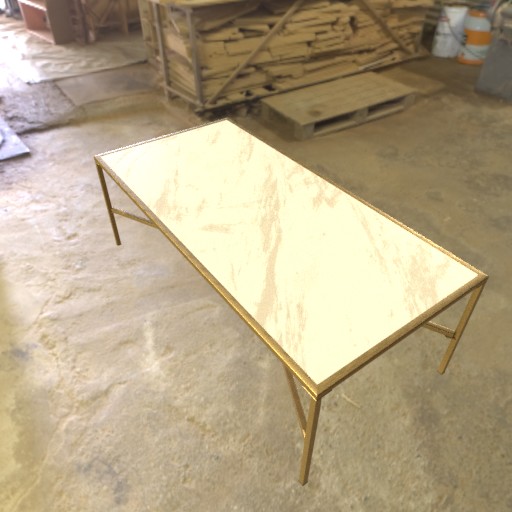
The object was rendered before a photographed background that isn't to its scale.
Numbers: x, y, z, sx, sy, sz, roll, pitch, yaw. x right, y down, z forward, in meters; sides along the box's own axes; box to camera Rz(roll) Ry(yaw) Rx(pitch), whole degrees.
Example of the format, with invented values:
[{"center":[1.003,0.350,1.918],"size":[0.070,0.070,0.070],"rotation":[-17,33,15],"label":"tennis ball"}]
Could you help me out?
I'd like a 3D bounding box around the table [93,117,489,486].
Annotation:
[{"center":[0.000,0.000,1.479],"size":[0.577,0.405,1.197],"rotation":[-25,46,-27],"label":"table"}]
